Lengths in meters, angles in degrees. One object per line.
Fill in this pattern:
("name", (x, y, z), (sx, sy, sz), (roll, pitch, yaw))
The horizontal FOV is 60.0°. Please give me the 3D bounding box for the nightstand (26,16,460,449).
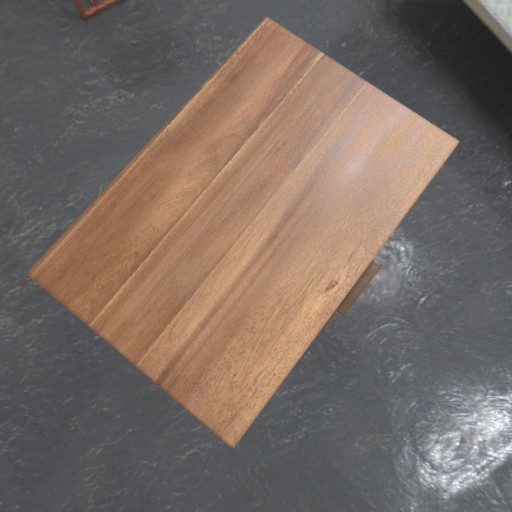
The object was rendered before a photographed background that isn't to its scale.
("nightstand", (0.000, 0.000, 1.003), (0.427, 0.611, 0.605), (37, 78, 9))
